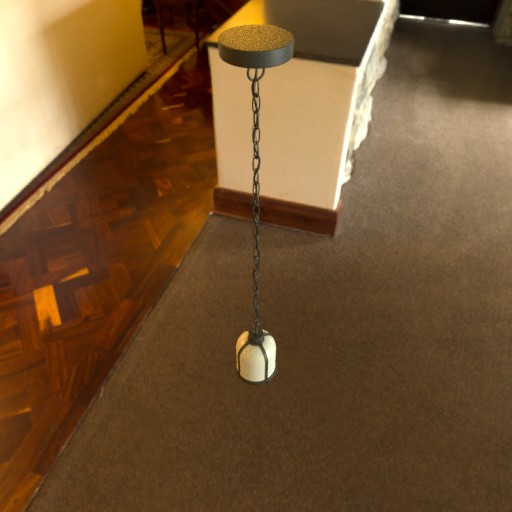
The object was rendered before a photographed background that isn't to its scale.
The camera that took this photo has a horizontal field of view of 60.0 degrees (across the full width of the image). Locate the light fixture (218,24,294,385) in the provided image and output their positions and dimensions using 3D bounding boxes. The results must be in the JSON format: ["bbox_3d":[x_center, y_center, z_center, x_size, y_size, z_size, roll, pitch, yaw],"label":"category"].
[{"bbox_3d":[0.000,0.000,1.263,0.178,1.181,0.178,-23,50,-22],"label":"light fixture"}]
